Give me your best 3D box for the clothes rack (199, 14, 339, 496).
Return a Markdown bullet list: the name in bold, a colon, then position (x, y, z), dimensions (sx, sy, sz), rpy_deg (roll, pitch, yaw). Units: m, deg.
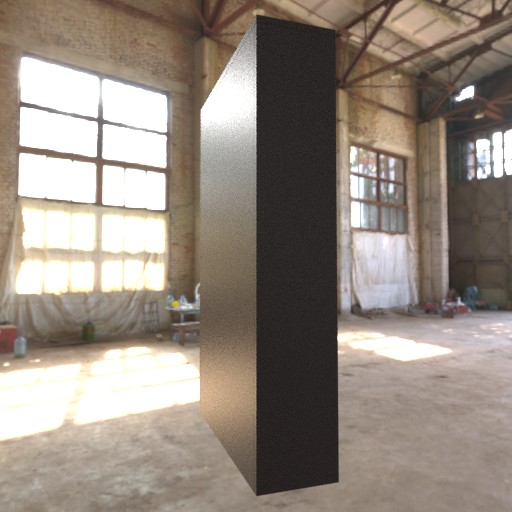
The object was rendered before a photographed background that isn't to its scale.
- **clothes rack**: position (0.000, 0.000, 1.570), dimensions (0.250, 1.280, 0.750), rpy_deg (1, -2, -19)
